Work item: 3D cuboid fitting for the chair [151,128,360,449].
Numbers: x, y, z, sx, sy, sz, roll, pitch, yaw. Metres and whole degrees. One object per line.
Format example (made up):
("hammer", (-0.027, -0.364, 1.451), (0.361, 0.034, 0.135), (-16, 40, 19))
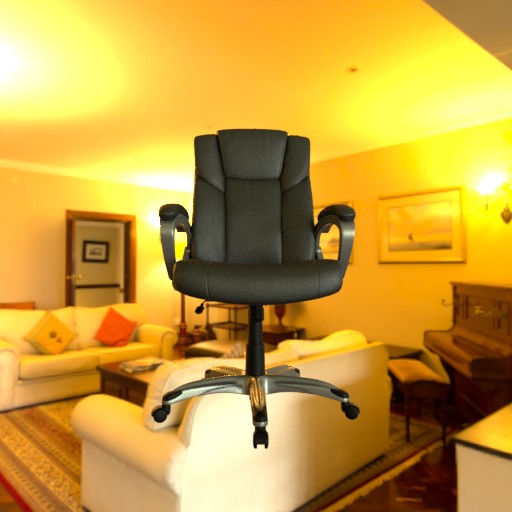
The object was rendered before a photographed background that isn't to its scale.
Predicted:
("chair", (0.000, 0.000, 1.629), (0.721, 1.130, 0.719), (0, -2, -1))
